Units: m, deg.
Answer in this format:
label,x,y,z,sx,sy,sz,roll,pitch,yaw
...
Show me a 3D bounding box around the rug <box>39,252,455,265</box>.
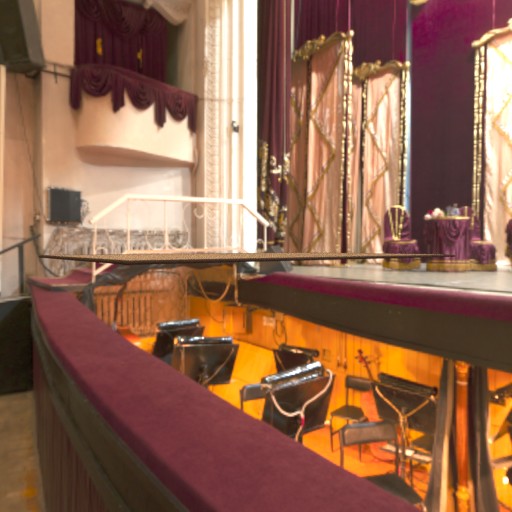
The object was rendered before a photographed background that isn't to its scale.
label,x,y,z,sx,sy,sz,roll,pitch,yaw
rug,0.000,0.000,2.100,1.676,0.013,1.067,-1,1,-38
